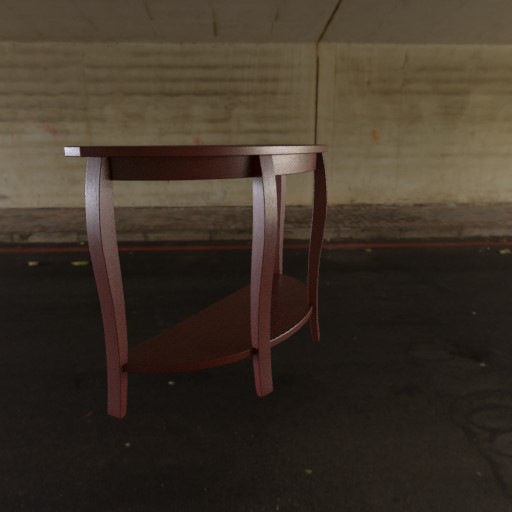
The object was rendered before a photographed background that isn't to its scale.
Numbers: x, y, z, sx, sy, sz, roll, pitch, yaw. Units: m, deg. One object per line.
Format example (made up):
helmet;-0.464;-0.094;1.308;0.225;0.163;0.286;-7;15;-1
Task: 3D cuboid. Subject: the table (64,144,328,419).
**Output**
table;0.000;0.000;1.606;0.405;0.779;1.219;8;16;28
